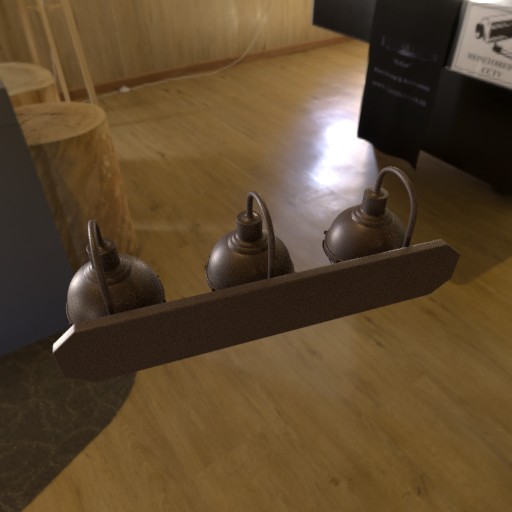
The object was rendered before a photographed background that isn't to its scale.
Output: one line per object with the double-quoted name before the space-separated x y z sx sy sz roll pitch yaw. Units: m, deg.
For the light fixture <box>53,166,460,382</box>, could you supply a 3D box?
"light fixture" 0.000 0.000 0.741 0.634 0.254 0.229 -12 42 -14
